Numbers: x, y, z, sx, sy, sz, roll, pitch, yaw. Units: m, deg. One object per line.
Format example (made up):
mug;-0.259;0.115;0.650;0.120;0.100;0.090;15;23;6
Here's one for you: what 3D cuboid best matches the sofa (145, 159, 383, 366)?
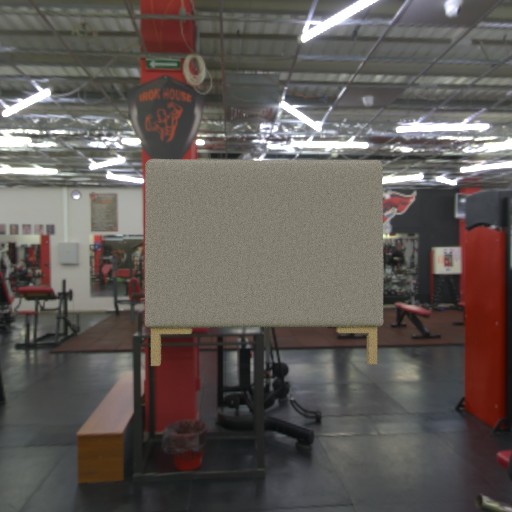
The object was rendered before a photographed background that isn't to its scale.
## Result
sofa;0.000;0.000;2.318;0.746;0.641;1.985;0;1;-2
